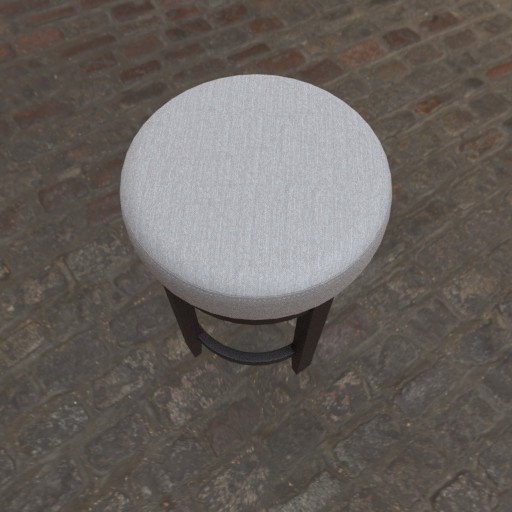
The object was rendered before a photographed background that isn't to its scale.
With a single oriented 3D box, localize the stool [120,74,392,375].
[{"bbox_3d":[0.000,0.000,0.975,0.443,0.672,0.443,0,64,0],"label":"stool"}]
